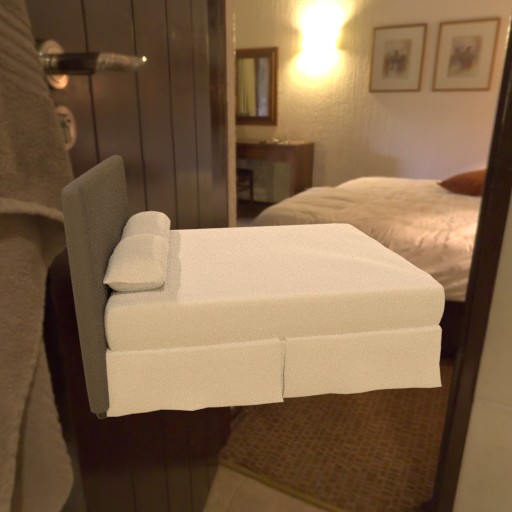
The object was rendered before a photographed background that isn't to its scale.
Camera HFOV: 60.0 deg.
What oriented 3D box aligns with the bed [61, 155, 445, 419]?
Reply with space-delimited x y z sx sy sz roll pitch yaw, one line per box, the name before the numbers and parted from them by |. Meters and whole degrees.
bed | 0.000 0.000 3.191 2.142 1.330 1.723 -3 18 -9
